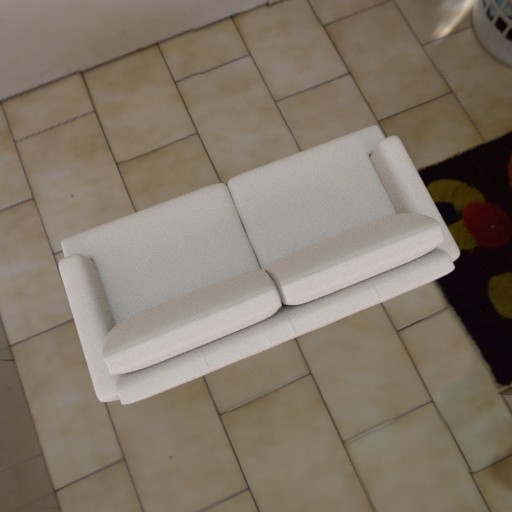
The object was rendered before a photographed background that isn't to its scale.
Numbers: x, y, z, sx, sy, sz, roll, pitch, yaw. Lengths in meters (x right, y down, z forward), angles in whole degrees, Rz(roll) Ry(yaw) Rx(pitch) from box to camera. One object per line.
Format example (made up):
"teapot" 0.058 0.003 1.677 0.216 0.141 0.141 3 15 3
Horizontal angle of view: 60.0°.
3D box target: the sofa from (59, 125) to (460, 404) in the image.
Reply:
"sofa" 0.000 0.000 2.384 1.940 0.765 0.974 -21 76 -5
